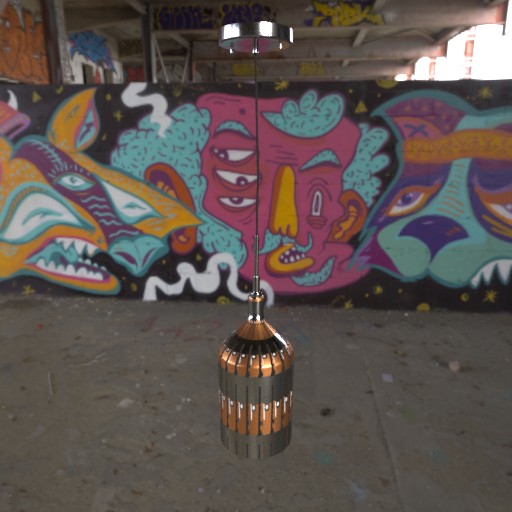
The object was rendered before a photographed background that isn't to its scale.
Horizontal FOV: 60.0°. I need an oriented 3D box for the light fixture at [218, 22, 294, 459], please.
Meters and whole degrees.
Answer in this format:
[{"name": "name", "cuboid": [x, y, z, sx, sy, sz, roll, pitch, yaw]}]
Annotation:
[{"name": "light fixture", "cuboid": [0.000, 0.000, 1.658, 0.303, 1.535, 0.303, 0, 14, 0]}]
